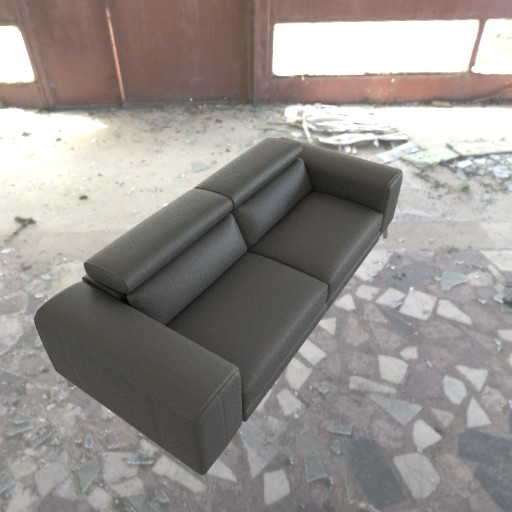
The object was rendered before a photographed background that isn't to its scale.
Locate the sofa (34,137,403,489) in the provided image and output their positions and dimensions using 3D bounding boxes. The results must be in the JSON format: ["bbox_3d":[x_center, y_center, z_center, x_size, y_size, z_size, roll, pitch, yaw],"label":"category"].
[{"bbox_3d":[0.000,0.000,2.720,1.023,0.759,2.321,23,45,25],"label":"sofa"}]
